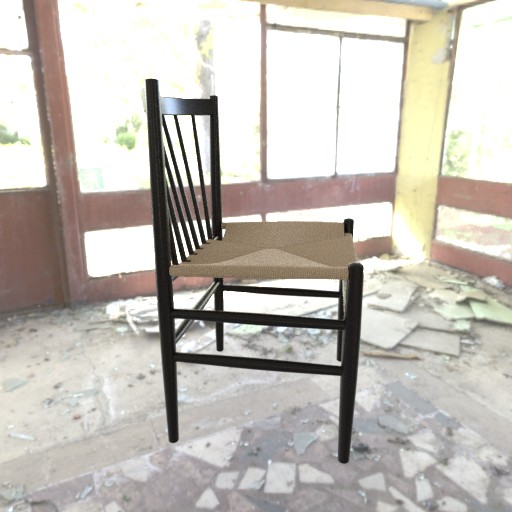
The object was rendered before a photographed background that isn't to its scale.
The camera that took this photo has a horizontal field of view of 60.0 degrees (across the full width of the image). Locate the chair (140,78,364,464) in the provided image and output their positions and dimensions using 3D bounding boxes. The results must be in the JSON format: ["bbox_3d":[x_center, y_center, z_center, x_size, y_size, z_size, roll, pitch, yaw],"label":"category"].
[{"bbox_3d":[0.000,0.000,1.148,0.516,0.818,0.495,3,16,9],"label":"chair"}]
